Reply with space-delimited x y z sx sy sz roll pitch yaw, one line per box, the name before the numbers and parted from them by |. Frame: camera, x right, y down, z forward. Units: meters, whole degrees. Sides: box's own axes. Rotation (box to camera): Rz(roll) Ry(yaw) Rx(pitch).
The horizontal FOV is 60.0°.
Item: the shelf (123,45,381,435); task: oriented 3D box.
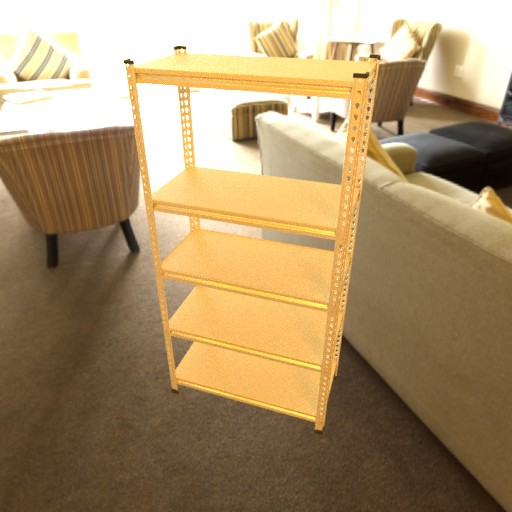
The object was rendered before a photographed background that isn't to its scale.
shelf | 0.000 0.000 2.214 0.914 1.829 0.457 10 33 16
